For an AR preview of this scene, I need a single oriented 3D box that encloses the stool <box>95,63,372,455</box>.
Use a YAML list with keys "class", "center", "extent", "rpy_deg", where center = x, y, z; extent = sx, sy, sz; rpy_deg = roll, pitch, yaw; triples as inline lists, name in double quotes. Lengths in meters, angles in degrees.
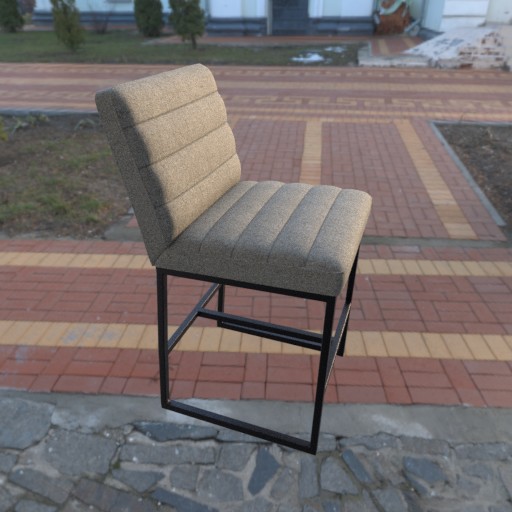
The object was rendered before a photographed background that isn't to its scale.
- class: "stool"
  center: [0.000, 0.000, 1.243]
  extent: [0.560, 0.940, 0.460]
  rpy_deg: [10, 32, 17]
